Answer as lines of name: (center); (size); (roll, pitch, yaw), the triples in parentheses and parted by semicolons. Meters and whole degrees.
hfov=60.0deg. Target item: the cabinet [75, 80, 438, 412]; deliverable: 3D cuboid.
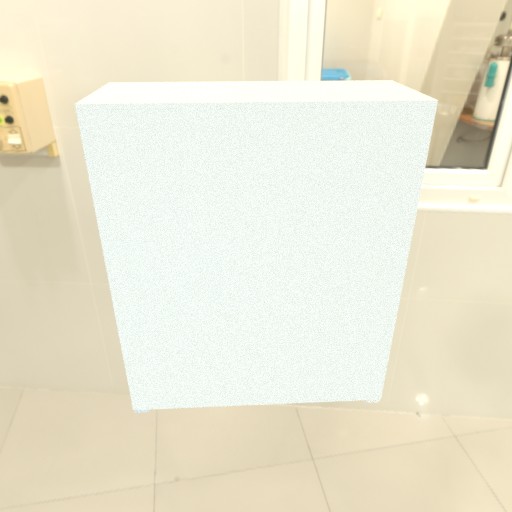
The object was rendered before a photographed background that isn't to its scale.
cabinet: (0.000, 0.000, 1.681); (1.000, 1.190, 0.400); (-2, 29, -3)
